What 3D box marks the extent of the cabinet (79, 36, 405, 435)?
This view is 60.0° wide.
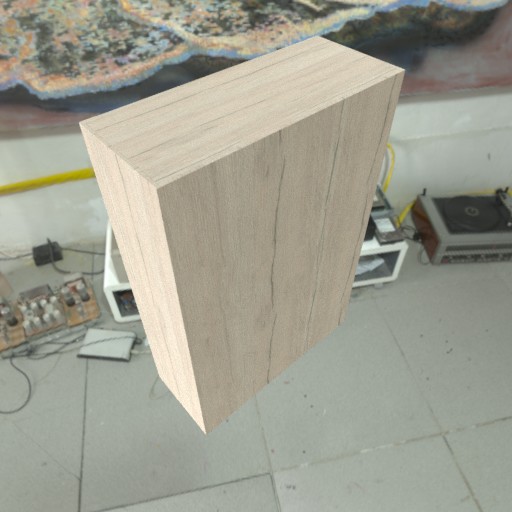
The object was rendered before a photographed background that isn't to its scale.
[{"bbox_3d":[0.000,0.000,2.702,1.400,2.070,0.580,-32,54,-27],"label":"cabinet"}]
